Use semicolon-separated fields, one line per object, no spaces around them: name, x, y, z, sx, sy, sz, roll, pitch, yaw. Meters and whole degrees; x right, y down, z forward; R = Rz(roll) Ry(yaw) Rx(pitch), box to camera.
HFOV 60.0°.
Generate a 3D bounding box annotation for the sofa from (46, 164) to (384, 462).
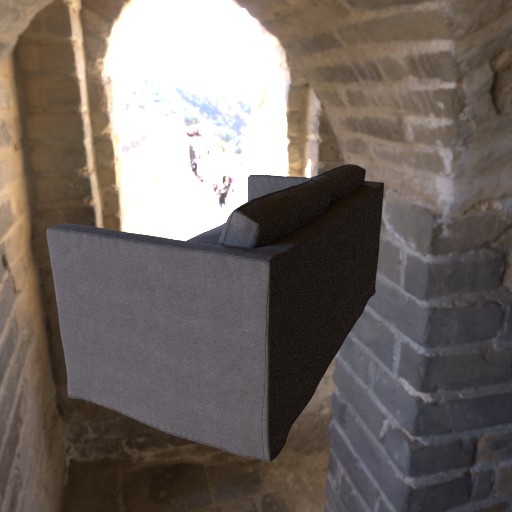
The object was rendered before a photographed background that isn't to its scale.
sofa;0.000;0.000;2.318;0.974;0.854;1.802;8;20;25
